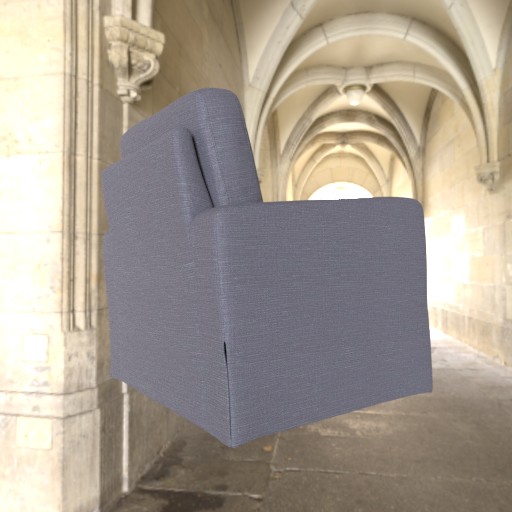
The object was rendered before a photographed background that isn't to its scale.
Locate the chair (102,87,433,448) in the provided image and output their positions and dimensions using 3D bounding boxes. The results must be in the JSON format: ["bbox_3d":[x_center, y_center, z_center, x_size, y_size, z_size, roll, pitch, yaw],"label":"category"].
[{"bbox_3d":[0.000,0.000,1.473,0.863,0.855,0.798,1,-2,-36],"label":"chair"}]
